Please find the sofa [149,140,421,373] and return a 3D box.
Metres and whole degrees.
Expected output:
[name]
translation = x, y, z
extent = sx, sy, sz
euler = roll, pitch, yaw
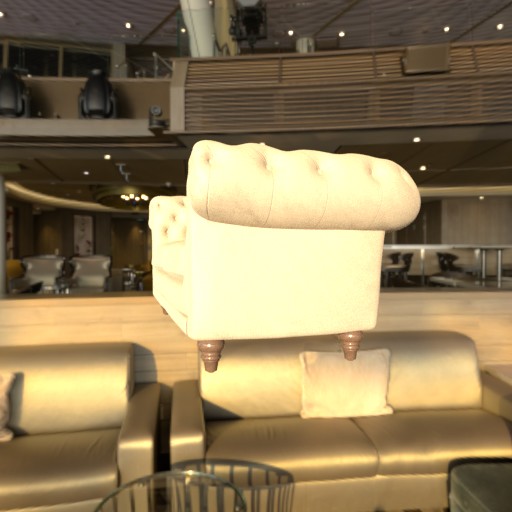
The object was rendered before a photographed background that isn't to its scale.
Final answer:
[sofa]
translation = 0.000, 0.000, 2.486
extent = 1.069, 0.835, 1.988
euler = 0, 1, -18
